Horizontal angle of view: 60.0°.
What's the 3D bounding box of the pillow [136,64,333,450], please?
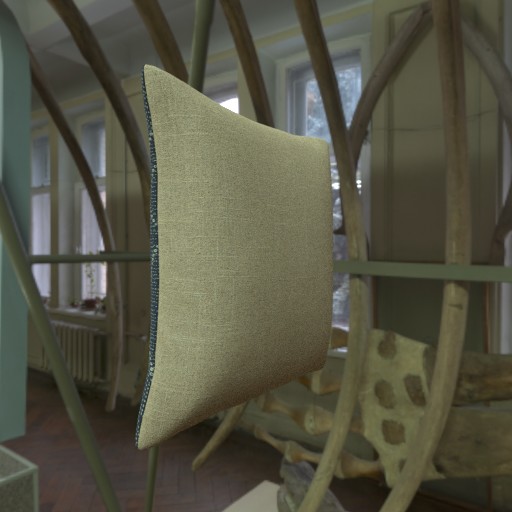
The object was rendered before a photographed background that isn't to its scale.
[{"bbox_3d":[0.000,0.000,0.662,0.148,0.428,0.435,0,1,36],"label":"pillow"}]
